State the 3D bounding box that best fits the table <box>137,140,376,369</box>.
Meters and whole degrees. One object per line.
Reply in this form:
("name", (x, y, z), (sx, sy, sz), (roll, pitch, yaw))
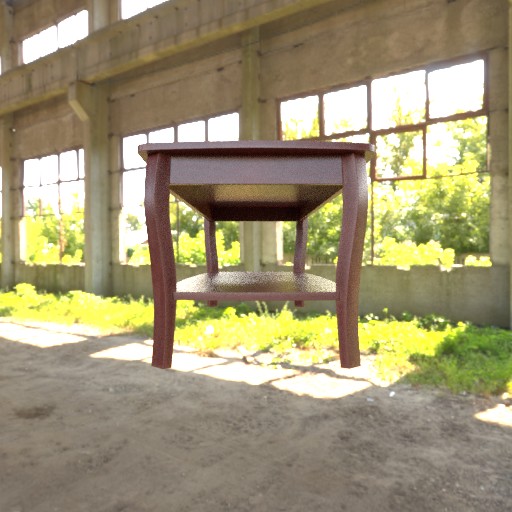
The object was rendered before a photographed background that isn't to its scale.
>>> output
("table", (0.000, 0.000, 1.506), (0.561, 0.473, 1.216), (0, 0, 0))
